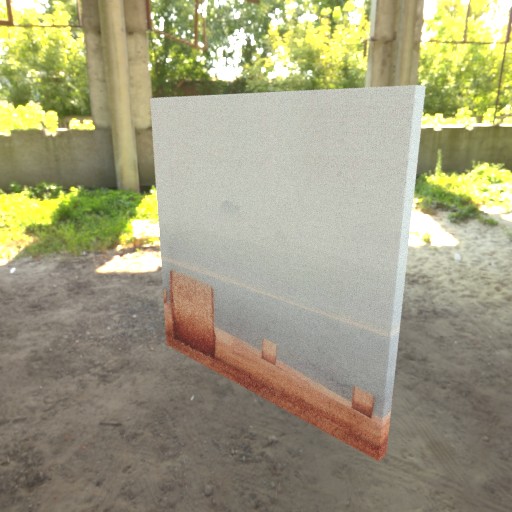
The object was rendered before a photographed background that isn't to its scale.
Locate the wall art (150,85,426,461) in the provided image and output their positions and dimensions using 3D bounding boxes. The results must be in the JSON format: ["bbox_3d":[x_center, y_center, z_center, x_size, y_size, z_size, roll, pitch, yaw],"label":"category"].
[{"bbox_3d":[0.000,0.000,0.588,0.405,0.405,0.023,15,23,40],"label":"wall art"}]
